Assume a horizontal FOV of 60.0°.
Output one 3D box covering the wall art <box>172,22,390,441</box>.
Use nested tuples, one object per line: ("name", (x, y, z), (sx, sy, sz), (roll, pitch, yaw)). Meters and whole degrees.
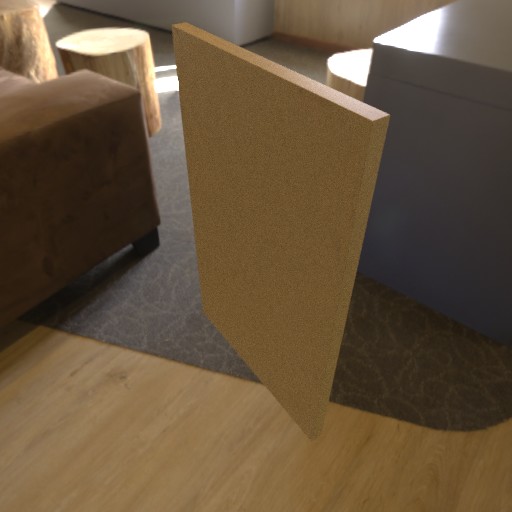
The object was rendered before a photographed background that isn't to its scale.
("wall art", (0.000, 0.000, 0.956), (0.039, 0.810, 0.510), (-26, 48, -26))
